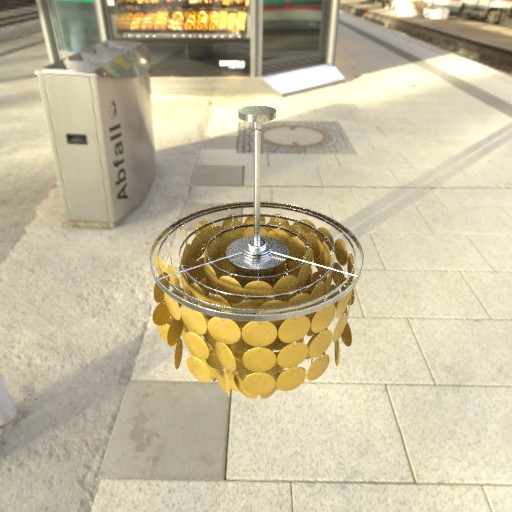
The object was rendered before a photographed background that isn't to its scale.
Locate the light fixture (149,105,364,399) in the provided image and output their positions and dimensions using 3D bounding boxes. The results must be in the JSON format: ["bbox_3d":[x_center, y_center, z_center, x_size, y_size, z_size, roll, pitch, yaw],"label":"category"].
[{"bbox_3d":[0.000,0.000,0.759,0.368,0.492,0.368,0,33,0],"label":"light fixture"}]
